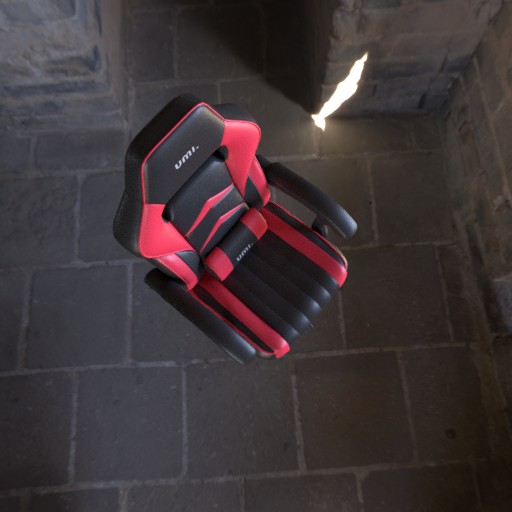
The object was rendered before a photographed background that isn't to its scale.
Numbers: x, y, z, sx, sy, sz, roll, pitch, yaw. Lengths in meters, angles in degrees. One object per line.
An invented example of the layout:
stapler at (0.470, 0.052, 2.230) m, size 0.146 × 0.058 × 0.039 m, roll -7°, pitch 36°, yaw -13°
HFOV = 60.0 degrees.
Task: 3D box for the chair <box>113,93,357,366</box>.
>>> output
chair at (0.000, 0.000, 1.662) m, size 0.700 × 1.220 × 0.700 m, roll 39°, pitch 79°, yaw 9°
